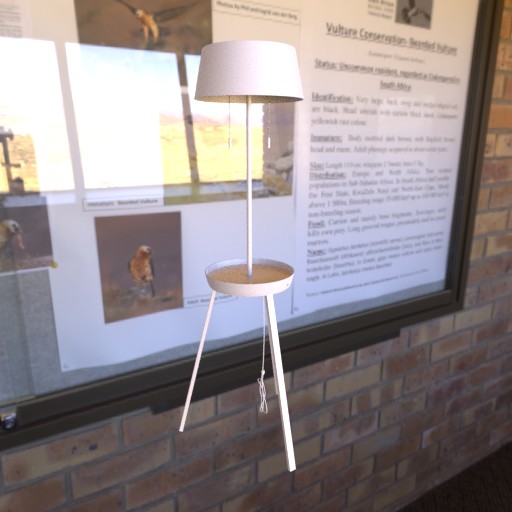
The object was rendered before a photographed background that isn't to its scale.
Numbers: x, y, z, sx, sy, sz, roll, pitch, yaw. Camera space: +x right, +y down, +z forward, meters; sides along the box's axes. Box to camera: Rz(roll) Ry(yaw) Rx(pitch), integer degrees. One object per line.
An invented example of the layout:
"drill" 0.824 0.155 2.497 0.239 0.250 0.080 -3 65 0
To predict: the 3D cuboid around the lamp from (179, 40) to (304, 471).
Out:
"lamp" 0.000 0.000 1.666 0.508 1.429 0.468 8 17 26
